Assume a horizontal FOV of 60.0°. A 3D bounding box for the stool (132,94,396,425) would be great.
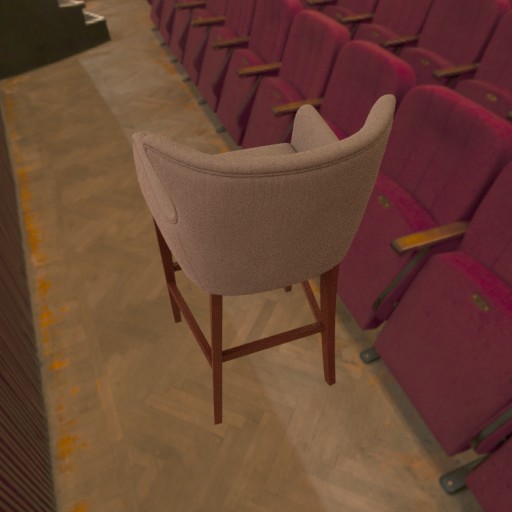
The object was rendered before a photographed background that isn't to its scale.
[{"bbox_3d":[0.000,0.000,1.364,0.575,1.047,0.575,-14,45,-15],"label":"stool"}]
